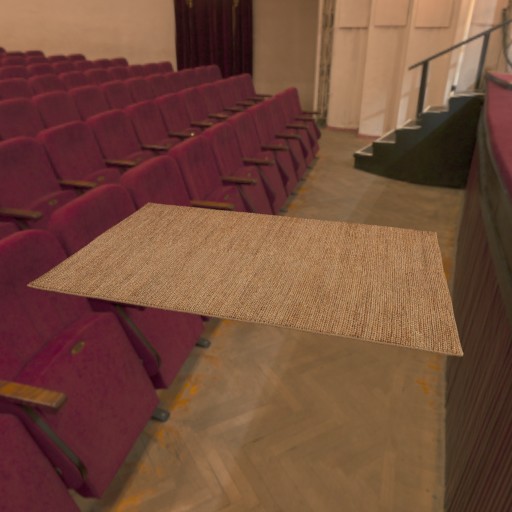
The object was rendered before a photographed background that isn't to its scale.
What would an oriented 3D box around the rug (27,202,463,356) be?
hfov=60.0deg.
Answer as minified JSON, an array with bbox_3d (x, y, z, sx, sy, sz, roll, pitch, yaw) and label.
[{"bbox_3d":[0.000,0.000,3.023,2.438,0.034,1.521,7,27,14],"label":"rug"}]
